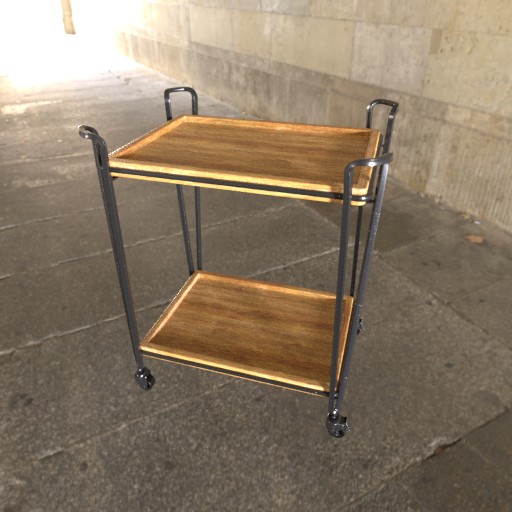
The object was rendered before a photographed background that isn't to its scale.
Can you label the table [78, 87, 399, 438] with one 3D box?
[{"bbox_3d":[0.000,0.000,1.249,0.672,0.785,0.505,9,33,14],"label":"table"}]
